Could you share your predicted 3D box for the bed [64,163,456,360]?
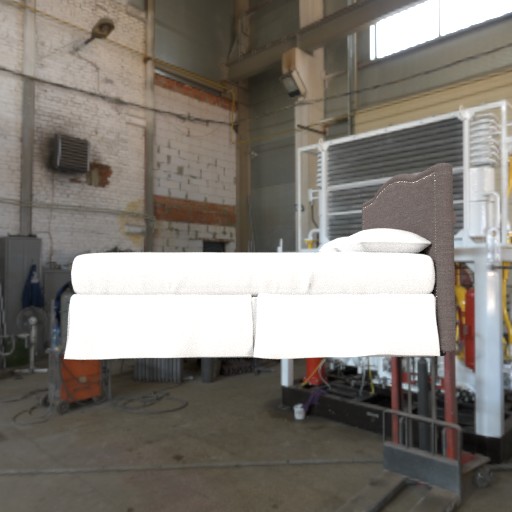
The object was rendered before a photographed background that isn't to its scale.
[{"bbox_3d":[0.000,0.000,4.049,2.689,1.457,2.161,0,-1,-1],"label":"bed"}]
